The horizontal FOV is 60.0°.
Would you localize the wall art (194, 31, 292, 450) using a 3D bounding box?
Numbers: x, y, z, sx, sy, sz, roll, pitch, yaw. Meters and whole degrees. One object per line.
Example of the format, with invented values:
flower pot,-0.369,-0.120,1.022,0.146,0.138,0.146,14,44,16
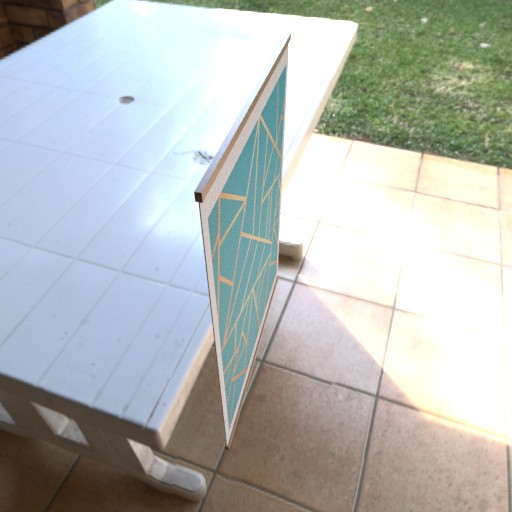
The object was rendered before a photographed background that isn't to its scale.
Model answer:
wall art,0.000,0.000,1.323,0.013,1.016,0.758,10,46,10
